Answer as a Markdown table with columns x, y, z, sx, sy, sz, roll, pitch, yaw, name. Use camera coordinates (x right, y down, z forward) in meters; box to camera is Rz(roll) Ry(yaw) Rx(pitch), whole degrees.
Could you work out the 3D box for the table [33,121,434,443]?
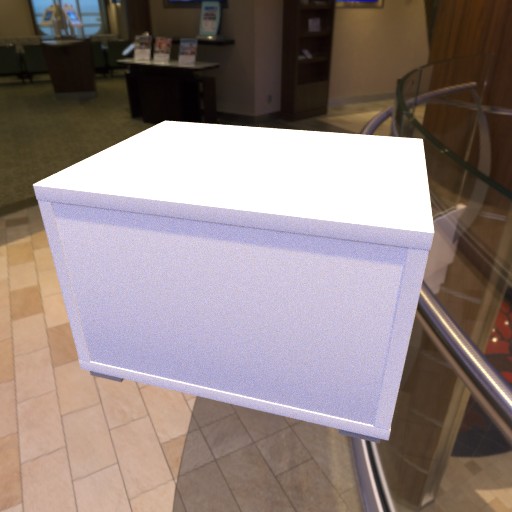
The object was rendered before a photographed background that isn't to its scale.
| x | y | z | sx | sy | sz | roll | pitch | yaw | name |
| --- | --- | --- | --- | --- | --- | --- | --- | --- | --- |
| 0.000 | 0.000 | 0.794 | 0.517 | 0.357 | 0.399 | 8 | 31 | 14 | table |
